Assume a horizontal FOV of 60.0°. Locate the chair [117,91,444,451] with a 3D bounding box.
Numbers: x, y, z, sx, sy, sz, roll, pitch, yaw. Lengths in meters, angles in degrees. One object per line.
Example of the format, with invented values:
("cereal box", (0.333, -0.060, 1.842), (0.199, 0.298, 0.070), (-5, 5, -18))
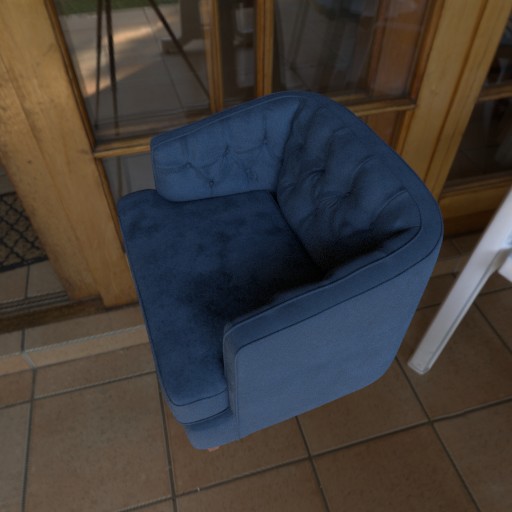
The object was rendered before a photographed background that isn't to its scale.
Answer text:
("chair", (0.000, 0.000, 1.723), (0.940, 0.852, 1.094), (-16, 49, -14))
